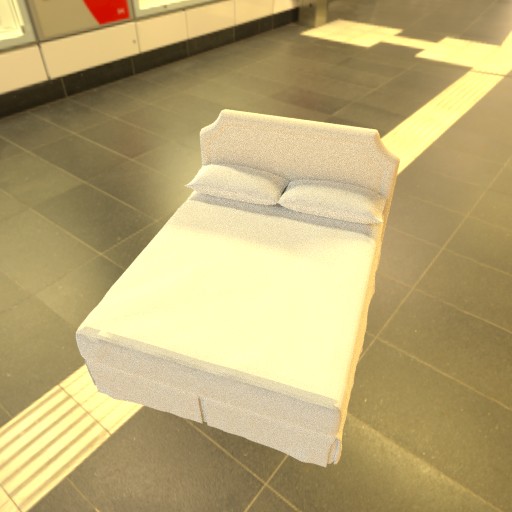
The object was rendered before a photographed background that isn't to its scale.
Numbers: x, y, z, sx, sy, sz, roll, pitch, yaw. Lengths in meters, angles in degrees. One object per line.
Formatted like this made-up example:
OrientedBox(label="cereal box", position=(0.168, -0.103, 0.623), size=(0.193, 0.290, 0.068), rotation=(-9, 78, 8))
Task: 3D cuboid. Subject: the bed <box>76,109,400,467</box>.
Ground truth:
OrientedBox(label="bed", position=(0.000, 0.000, 3.899), size=(2.134, 1.524, 2.548), rotation=(12, 41, 14))
